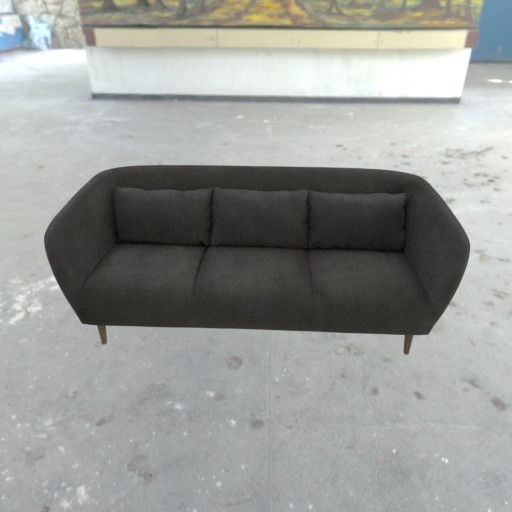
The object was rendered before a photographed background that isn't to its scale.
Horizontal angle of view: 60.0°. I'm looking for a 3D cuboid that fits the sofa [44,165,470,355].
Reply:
[{"bbox_3d":[0.000,0.000,2.781,2.296,0.875,0.956,1,30,2],"label":"sofa"}]
